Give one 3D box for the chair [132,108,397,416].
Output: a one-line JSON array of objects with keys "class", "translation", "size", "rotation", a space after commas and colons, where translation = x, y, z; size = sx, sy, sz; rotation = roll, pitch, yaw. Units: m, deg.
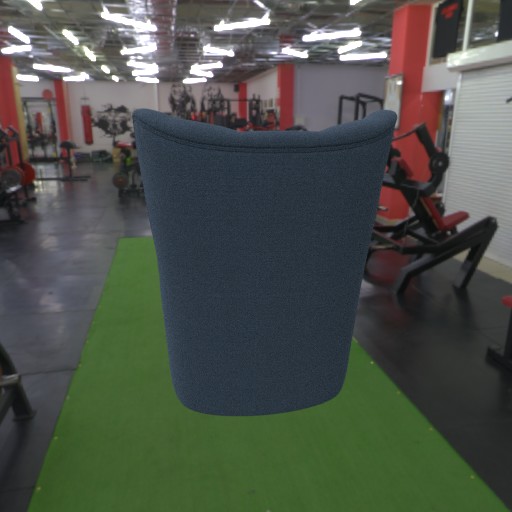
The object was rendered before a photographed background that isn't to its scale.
[{"class": "chair", "translation": [0.000, 0.000, 1.739], "size": [0.831, 1.079, 0.930], "rotation": [-3, 17, -9]}]
